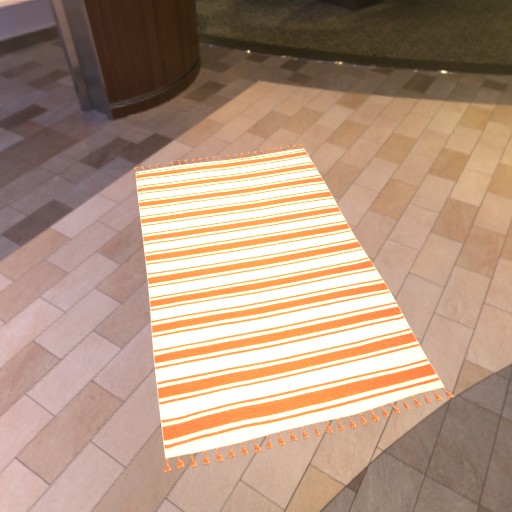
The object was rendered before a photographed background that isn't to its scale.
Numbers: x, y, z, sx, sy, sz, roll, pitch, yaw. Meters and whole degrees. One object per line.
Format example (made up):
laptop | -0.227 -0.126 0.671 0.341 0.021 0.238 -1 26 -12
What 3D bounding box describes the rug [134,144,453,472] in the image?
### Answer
rug | 0.000 0.000 2.487 1.232 0.017 2.092 -10 47 -10
